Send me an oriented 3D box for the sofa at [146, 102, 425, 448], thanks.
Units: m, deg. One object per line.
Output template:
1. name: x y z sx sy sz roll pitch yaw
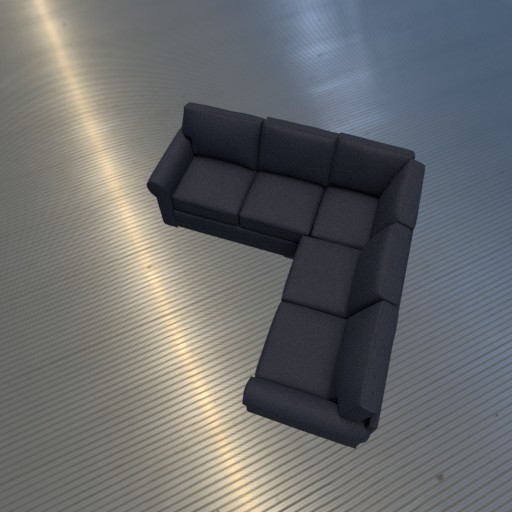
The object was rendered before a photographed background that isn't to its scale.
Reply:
1. sofa: 0.000 0.000 3.955 2.487 1.042 2.562 16 59 10
